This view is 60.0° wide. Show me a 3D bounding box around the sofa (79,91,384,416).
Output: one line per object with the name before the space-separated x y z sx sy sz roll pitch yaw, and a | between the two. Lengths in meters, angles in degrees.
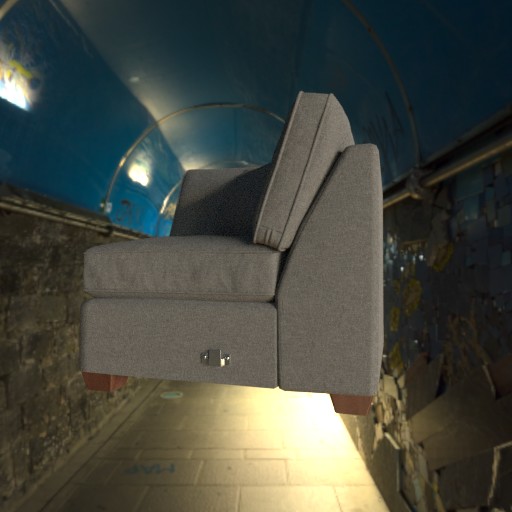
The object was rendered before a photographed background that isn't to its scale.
sofa | 0.000 0.000 1.978 1.084 1.002 1.146 0 -2 17
